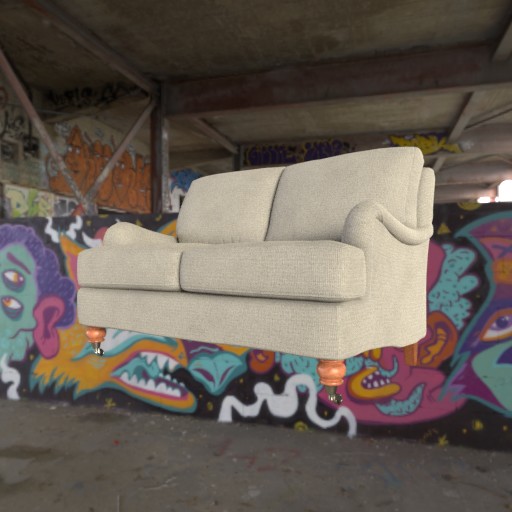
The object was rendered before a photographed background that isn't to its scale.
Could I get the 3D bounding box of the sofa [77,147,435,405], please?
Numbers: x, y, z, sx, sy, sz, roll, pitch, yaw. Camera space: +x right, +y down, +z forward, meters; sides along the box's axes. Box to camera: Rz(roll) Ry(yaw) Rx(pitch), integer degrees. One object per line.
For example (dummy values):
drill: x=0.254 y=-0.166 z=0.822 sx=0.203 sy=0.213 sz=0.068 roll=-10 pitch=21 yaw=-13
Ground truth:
sofa: x=0.000 y=0.000 z=2.172 sx=1.480 sy=0.999 sz=1.087 roll=-1 pitch=-1 yaw=36
